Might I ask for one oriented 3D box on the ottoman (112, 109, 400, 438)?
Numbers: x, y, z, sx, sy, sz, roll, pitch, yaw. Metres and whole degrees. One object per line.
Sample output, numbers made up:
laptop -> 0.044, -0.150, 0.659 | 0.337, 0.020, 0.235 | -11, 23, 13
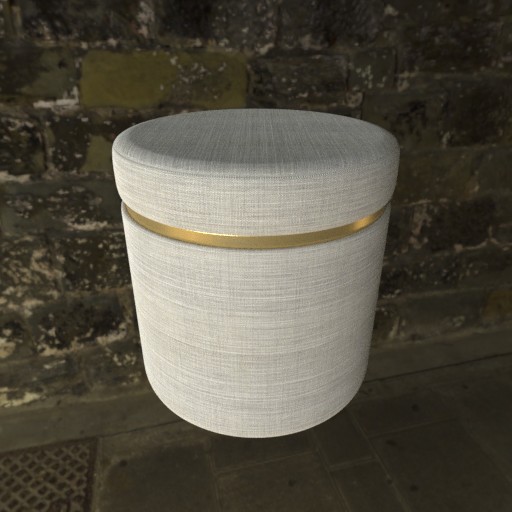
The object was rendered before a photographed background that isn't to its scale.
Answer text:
ottoman -> 0.000, 0.000, 0.722 | 0.400, 0.406, 0.400 | 0, 27, 0
